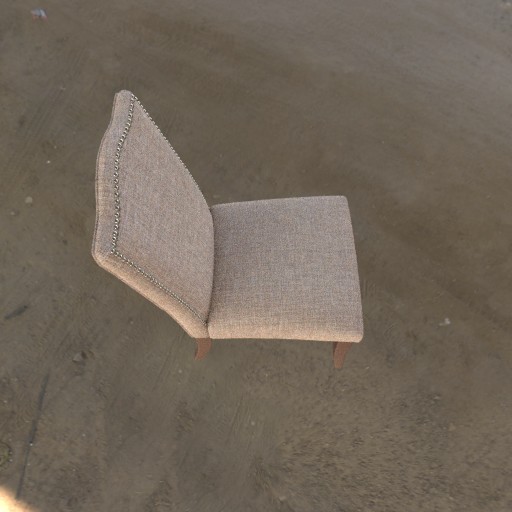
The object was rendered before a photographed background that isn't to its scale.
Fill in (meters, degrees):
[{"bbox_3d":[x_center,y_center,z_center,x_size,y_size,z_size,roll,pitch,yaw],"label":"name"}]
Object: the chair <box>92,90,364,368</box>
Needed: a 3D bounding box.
[{"bbox_3d":[0.000,0.000,1.376,0.660,1.016,0.513,-1,65,0],"label":"chair"}]
